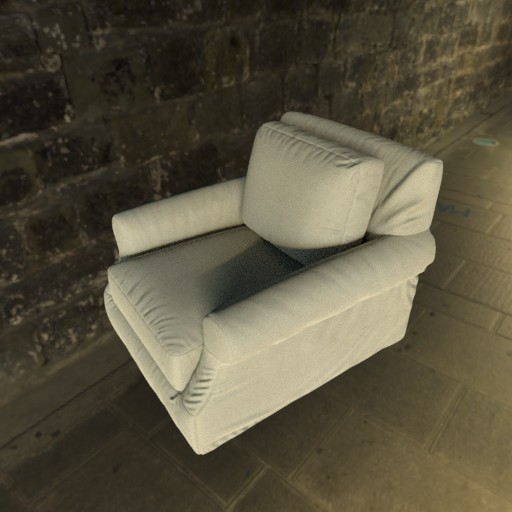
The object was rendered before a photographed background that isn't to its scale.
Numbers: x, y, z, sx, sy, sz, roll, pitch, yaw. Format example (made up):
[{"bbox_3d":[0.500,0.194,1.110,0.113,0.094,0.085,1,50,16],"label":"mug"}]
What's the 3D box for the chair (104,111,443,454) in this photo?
[{"bbox_3d":[0.000,0.000,1.752,1.066,0.866,0.940,-20,37,-29],"label":"chair"}]
